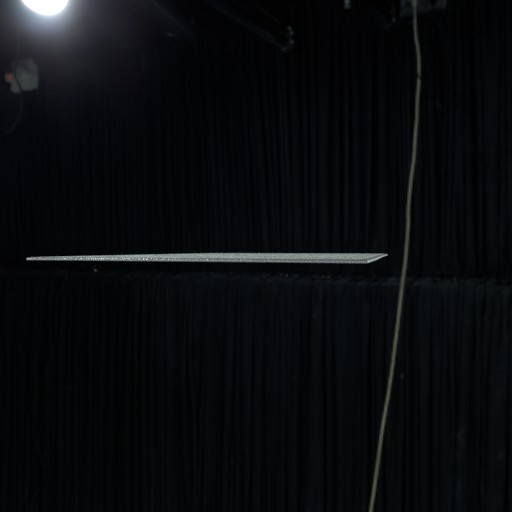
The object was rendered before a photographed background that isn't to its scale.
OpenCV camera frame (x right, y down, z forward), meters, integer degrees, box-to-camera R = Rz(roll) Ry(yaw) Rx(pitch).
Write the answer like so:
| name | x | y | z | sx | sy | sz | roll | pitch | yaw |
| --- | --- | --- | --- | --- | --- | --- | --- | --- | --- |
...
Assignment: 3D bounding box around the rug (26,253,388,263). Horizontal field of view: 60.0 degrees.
| name | x | y | z | sx | sy | sz | roll | pitch | yaw |
| --- | --- | --- | --- | --- | --- | --- | --- | --- | --- |
| rug | 0.000 | 0.000 | 2.938 | 1.608 | 0.014 | 2.213 | 0 | 1 | 18 |
